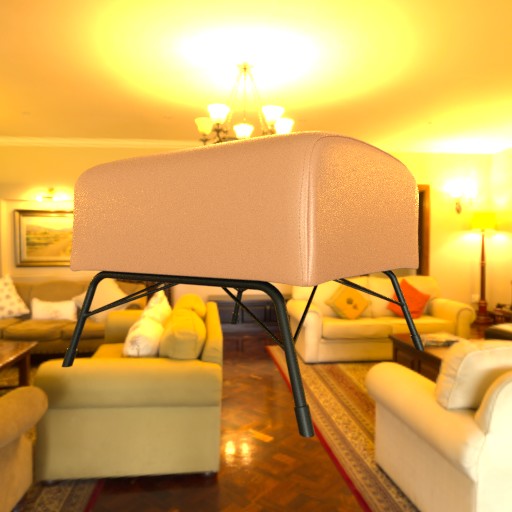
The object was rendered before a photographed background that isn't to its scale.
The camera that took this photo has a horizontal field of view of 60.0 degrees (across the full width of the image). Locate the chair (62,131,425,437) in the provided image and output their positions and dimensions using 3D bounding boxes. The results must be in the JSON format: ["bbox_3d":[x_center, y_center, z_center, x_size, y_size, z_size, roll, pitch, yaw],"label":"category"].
[{"bbox_3d":[0.000,0.000,0.890,0.530,0.410,0.530,1,3,35],"label":"chair"}]
